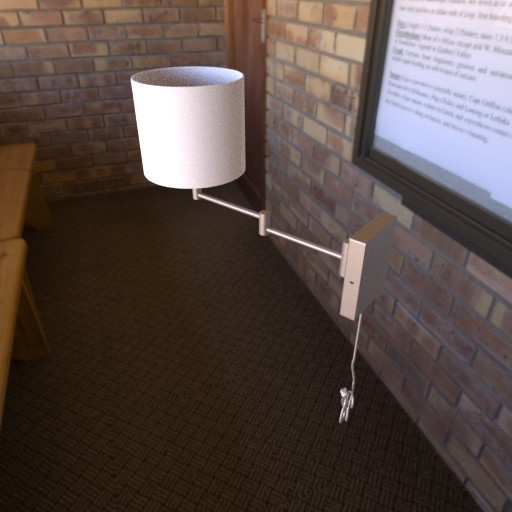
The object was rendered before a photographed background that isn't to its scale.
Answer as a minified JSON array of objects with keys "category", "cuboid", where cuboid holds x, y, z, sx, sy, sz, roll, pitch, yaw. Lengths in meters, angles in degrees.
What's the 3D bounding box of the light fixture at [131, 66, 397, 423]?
[{"category":"light fixture","cuboid":[0.000,0.000,0.895,0.516,0.651,0.203,23,38,32]}]
